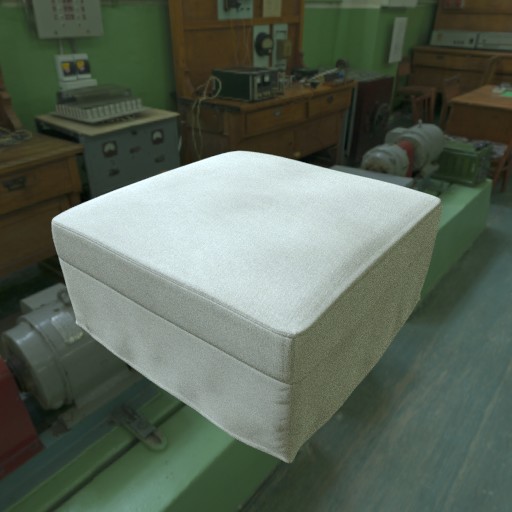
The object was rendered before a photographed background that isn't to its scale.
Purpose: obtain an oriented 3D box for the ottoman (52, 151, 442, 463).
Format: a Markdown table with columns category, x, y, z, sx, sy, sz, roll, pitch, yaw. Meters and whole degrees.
| category | x | y | z | sx | sy | sz | roll | pitch | yaw |
| --- | --- | --- | --- | --- | --- | --- | --- | --- | --- |
| ottoman | 0.000 | 0.000 | 1.358 | 0.842 | 0.441 | 0.843 | 21 | 36 | 32 |
